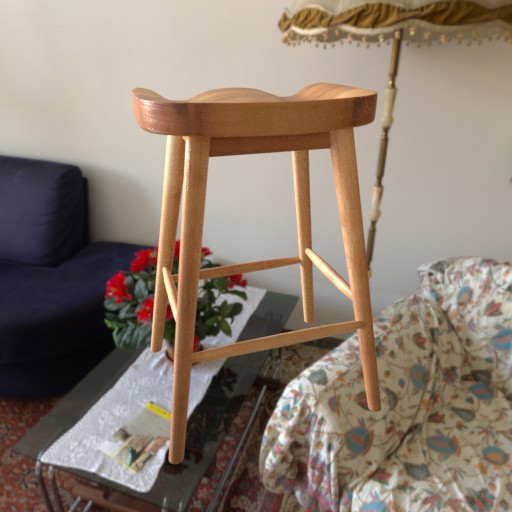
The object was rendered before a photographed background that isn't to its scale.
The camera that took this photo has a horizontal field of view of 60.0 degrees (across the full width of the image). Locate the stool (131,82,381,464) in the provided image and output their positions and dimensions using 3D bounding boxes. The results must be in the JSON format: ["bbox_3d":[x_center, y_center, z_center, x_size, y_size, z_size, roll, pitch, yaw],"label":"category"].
[{"bbox_3d":[0.000,0.000,0.879,0.440,0.615,0.361,-8,27,-16],"label":"stool"}]
